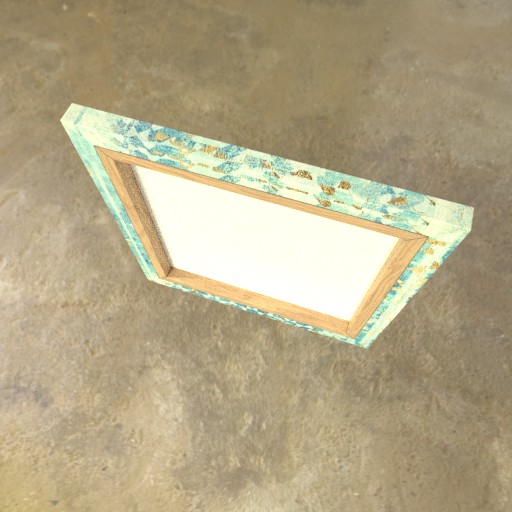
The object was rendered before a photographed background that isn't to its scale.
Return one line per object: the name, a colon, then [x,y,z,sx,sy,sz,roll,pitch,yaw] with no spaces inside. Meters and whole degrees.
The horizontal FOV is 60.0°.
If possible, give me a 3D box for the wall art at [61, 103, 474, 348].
wall art: [0.000,0.000,0.905,0.609,0.609,0.040,17,65,8]
